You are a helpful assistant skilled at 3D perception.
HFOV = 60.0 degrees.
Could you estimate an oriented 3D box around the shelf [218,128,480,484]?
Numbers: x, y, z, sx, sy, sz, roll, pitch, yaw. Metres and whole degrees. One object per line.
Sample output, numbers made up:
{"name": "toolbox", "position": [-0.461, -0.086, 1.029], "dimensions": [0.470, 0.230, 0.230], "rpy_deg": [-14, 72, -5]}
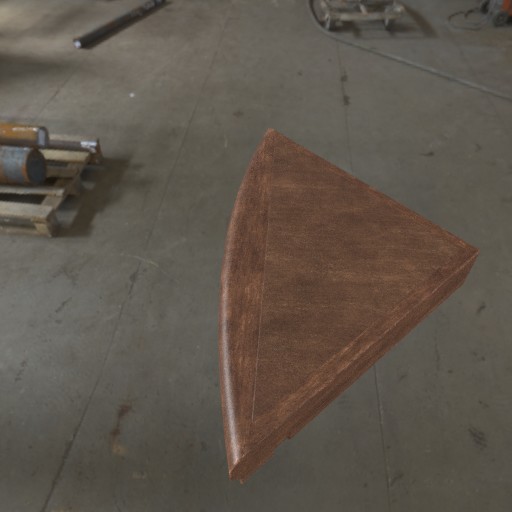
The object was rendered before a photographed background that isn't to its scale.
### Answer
{"name": "shelf", "position": [0.000, 0.000, 0.458], "dimensions": [0.310, 0.050, 0.310], "rpy_deg": [-32, 54, -27]}
